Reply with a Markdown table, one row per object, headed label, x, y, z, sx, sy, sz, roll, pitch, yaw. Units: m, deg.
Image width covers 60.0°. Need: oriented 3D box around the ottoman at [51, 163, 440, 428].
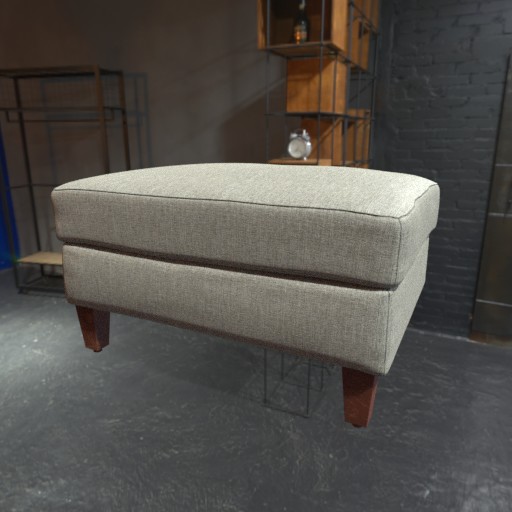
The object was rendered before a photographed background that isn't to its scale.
| label | x | y | z | sx | sy | sz | roll | pitch | yaw |
| --- | --- | --- | --- | --- | --- | --- | --- | --- | --- |
| ottoman | 0.000 | 0.000 | 1.225 | 0.873 | 0.494 | 0.639 | 8 | 17 | 25 |
